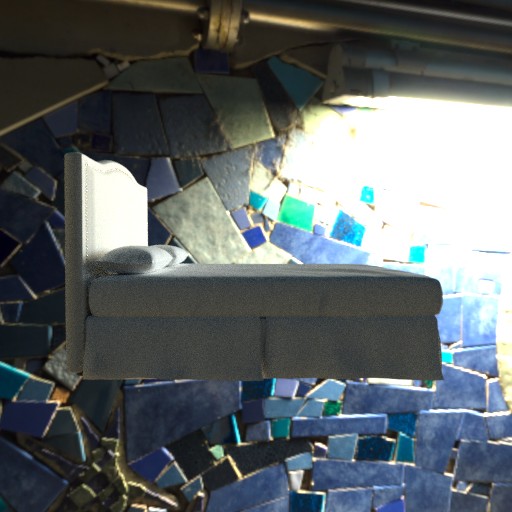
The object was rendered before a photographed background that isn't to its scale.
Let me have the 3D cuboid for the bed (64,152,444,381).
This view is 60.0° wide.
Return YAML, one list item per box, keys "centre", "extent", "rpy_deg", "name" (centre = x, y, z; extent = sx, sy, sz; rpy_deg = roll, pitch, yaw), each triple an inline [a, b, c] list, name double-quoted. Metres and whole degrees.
- centre: [0.000, 0.000, 3.479]
  extent: [2.282, 1.436, 1.821]
  rpy_deg: [0, 2, -1]
  name: "bed"
